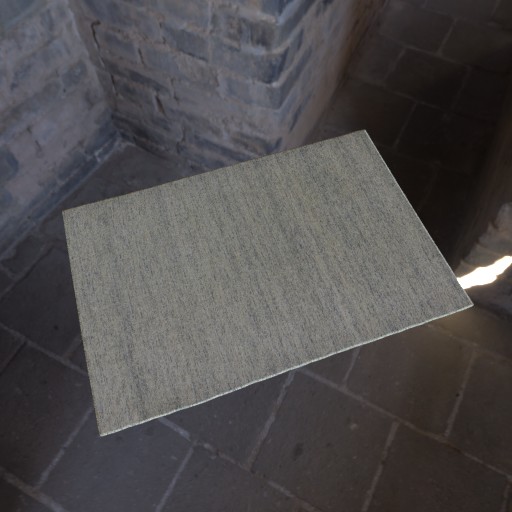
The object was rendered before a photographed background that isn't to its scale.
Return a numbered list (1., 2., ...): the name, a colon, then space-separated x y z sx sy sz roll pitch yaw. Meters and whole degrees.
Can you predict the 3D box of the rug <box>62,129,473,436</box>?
1. rug: 0.000 0.000 2.839 2.263 0.017 1.523 -17 63 -9
